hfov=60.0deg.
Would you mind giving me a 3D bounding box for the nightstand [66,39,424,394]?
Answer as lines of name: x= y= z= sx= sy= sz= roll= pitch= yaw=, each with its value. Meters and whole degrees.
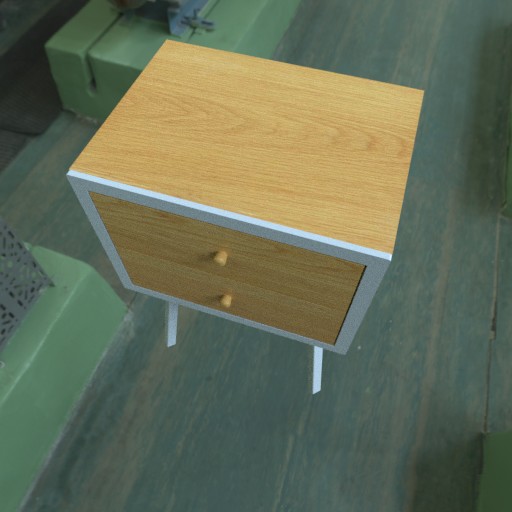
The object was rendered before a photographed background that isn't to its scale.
nightstand: x=0.000 y=0.000 z=0.837 sx=0.400 sy=0.601 sz=0.316 roll=16 pitch=59 yaw=10
